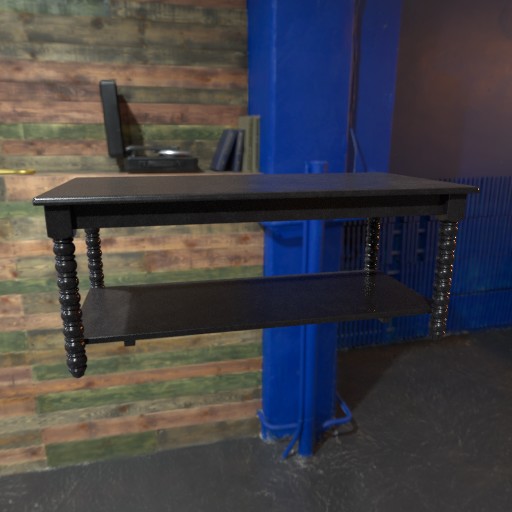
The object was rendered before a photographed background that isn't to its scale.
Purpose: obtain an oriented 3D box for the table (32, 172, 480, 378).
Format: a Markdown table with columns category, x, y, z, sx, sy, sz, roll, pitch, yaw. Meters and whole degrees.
| category | x | y | z | sx | sy | sz | roll | pitch | yaw |
| --- | --- | --- | --- | --- | --- | --- | --- | --- | --- |
| table | 0.000 | 0.000 | 1.459 | 1.171 | 0.487 | 0.580 | -3 | 15 | -12 |
